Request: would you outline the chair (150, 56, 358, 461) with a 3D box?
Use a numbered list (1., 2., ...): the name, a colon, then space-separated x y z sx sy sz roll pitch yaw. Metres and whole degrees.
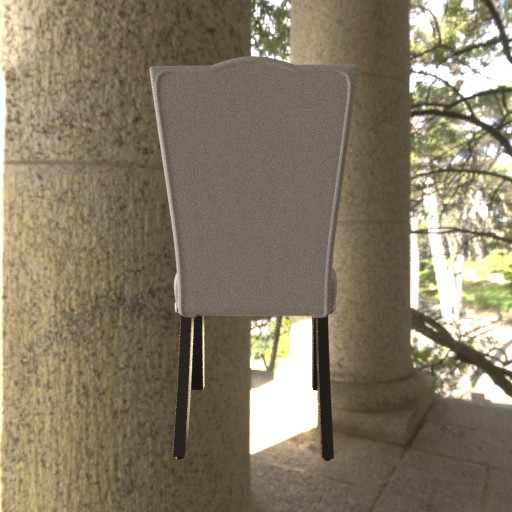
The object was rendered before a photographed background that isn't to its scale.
1. chair: 0.000 0.000 1.311 0.518 0.946 0.589 0 0 1
